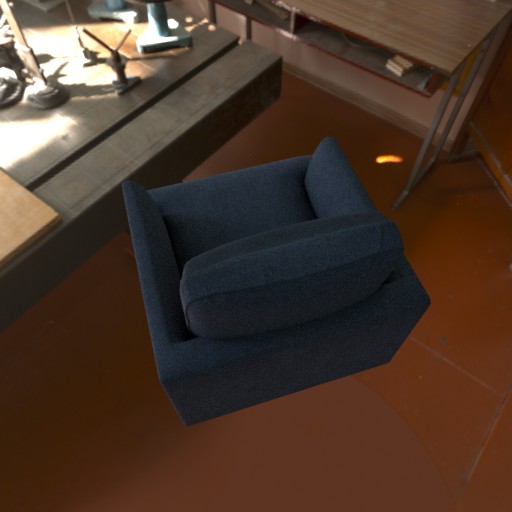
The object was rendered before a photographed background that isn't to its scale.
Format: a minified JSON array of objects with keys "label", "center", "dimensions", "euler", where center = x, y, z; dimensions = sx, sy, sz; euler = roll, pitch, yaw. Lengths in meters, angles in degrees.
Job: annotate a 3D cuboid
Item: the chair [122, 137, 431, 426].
[{"label":"chair","center":[0.000,0.000,1.647],"dimensions":[0.858,0.957,0.899],"euler":[-15,58,-9]}]
